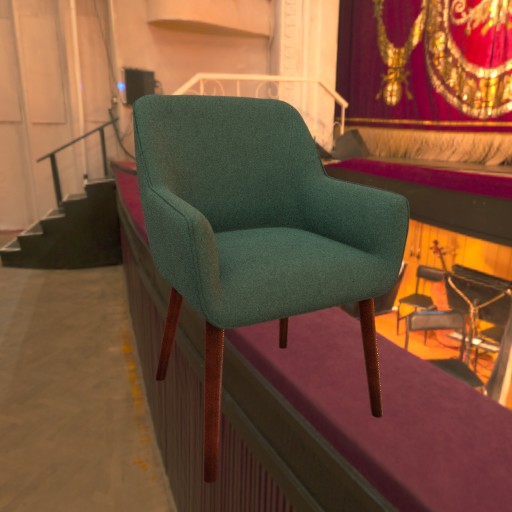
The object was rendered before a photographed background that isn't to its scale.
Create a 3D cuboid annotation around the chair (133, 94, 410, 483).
[{"bbox_3d":[0.000,0.000,1.136,0.543,0.803,0.519,-8,18,-27],"label":"chair"}]
